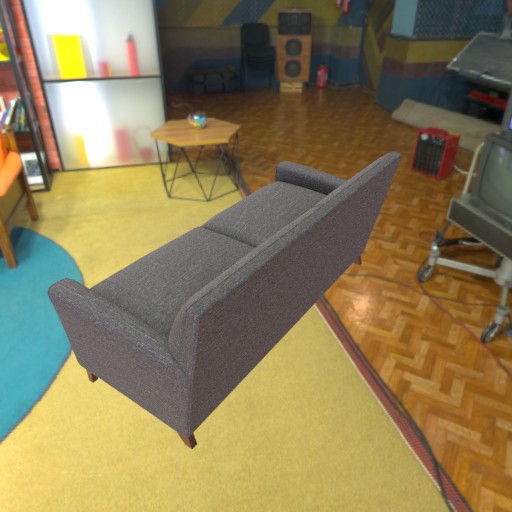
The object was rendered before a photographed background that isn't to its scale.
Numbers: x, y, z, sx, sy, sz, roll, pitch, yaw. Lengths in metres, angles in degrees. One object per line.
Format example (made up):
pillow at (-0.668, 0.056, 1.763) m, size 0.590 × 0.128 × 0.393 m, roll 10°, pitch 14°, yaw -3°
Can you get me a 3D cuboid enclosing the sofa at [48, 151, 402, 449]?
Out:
sofa at (0.000, 0.000, 2.496) m, size 0.875 × 0.846 × 1.976 m, roll 20°, pitch 37°, yaw 29°
